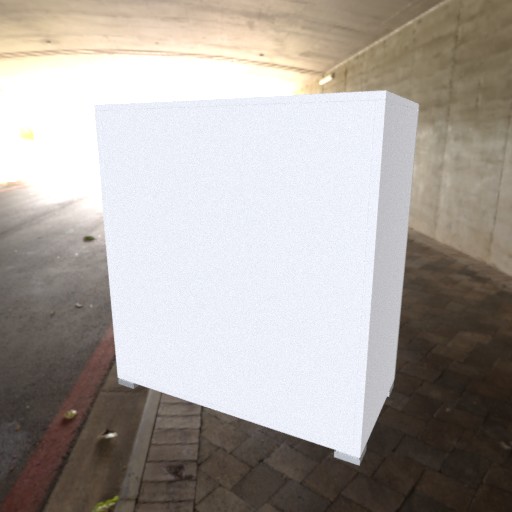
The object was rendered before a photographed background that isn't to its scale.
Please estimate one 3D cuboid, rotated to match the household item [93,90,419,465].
[{"bbox_3d":[0.000,0.000,1.339,0.800,0.870,0.420,8,17,27],"label":"household item"}]
